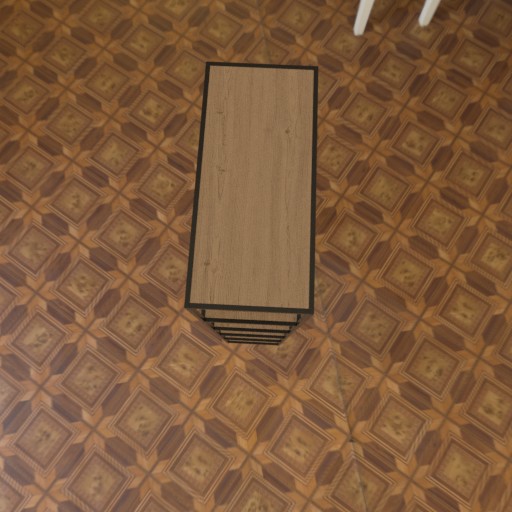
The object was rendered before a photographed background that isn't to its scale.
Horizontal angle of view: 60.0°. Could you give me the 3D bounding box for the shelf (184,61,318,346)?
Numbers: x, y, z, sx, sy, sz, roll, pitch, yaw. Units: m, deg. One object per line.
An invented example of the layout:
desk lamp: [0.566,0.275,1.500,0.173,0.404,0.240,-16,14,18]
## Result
shelf: [0.000,0.000,2.181,0.350,1.850,0.770,3,76,1]
